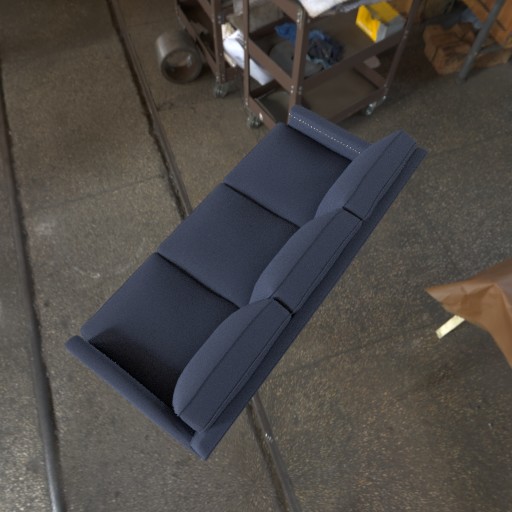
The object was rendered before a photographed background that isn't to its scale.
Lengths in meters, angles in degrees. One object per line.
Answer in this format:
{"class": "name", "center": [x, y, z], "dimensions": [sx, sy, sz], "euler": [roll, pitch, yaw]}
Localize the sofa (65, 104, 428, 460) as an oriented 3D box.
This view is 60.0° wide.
{"class": "sofa", "center": [0.000, 0.000, 2.787], "dimensions": [1.084, 1.003, 2.246], "euler": [33, 67, 16]}
